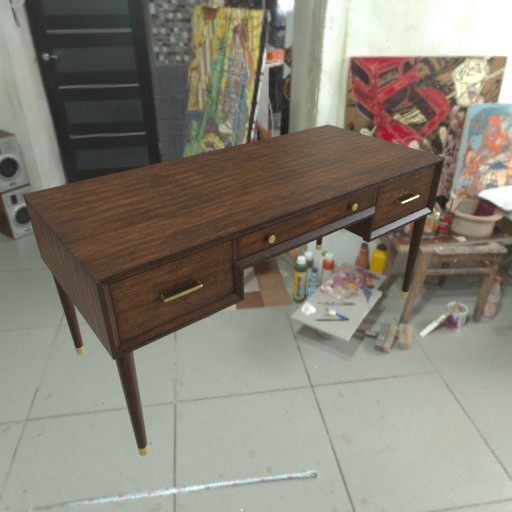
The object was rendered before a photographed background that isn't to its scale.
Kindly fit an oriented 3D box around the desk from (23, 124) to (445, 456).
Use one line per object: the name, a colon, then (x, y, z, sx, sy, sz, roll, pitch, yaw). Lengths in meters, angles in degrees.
desk: (0.000, 0.000, 1.970, 1.575, 0.762, 0.724, -22, 37, -32)
